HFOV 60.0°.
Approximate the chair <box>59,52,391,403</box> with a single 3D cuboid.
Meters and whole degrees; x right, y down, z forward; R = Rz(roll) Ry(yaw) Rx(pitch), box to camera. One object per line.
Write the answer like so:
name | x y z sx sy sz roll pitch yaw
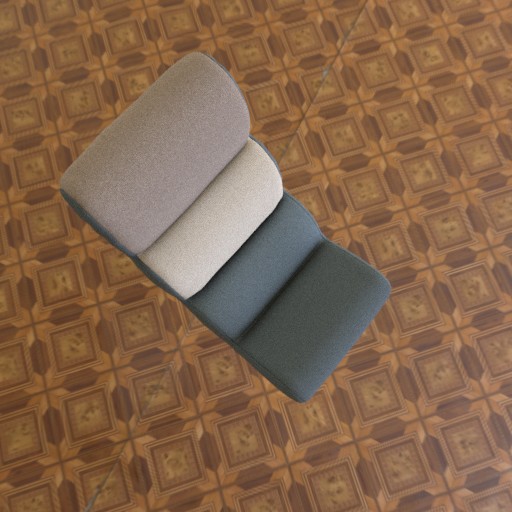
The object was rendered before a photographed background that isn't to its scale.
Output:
chair | 0.000 0.000 1.081 0.661 0.641 0.420 39 79 9
